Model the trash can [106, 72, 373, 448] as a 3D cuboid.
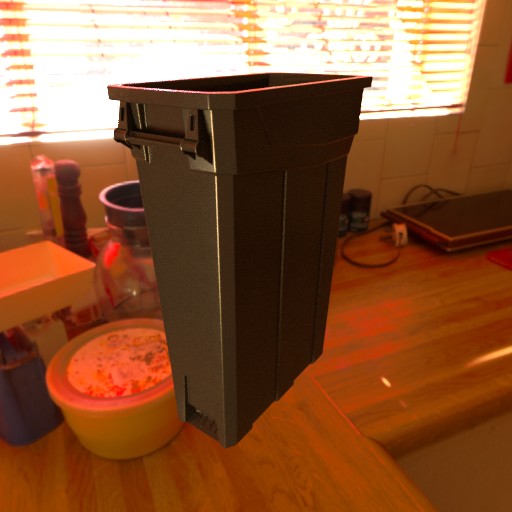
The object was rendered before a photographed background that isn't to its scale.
[{"bbox_3d":[0.000,0.000,1.029,0.281,0.762,0.559,17,30,32],"label":"trash can"}]
